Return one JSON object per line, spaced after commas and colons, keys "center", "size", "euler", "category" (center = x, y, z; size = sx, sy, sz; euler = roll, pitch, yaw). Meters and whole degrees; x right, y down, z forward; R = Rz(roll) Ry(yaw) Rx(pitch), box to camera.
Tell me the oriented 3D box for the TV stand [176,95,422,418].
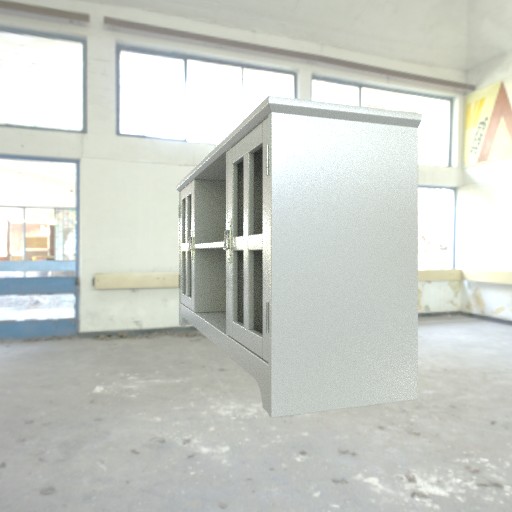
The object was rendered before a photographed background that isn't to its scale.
{"center": [0.000, 0.000, 1.427], "size": [0.344, 0.603, 1.167], "euler": [0, 0, -18], "category": "TV stand"}
